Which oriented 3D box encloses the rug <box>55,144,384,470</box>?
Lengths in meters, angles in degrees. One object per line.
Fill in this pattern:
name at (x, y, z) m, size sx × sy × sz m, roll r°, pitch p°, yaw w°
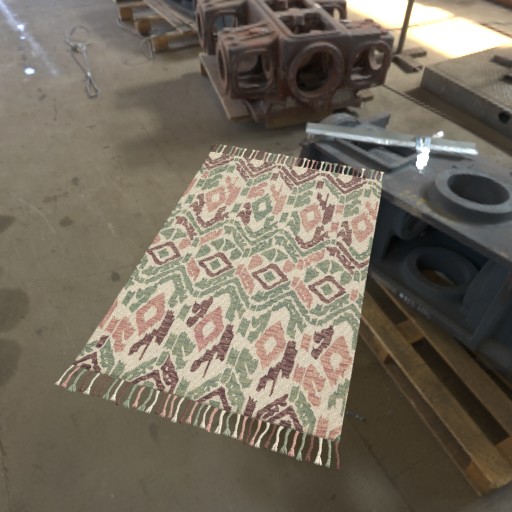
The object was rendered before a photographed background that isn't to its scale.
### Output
rug at (0.000, 0.000, 3.008) m, size 1.524 × 0.011 × 2.438 m, roll 12°, pitch 48°, yaw 11°
